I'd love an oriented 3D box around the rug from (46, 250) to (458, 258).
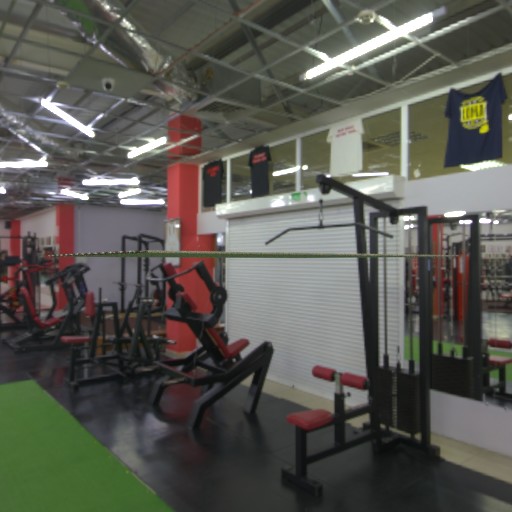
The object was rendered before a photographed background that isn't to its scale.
[{"bbox_3d":[0.000,0.000,2.329,1.802,0.008,1.247,1,-1,-36],"label":"rug"}]
